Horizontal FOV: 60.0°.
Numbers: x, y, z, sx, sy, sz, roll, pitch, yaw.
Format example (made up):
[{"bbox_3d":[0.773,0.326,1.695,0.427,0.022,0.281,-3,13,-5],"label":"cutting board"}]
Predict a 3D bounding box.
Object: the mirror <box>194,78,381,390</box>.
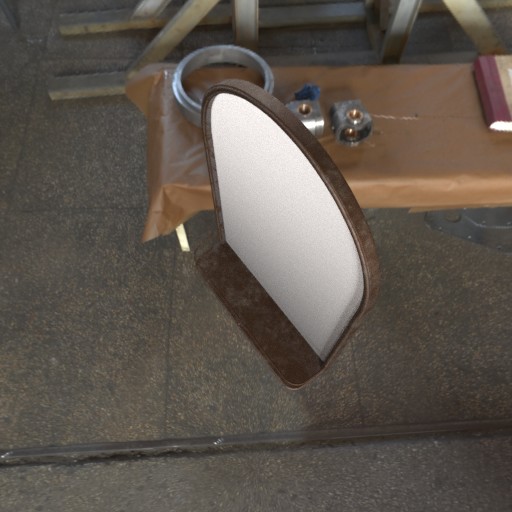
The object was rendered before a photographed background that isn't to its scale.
[{"bbox_3d":[0.000,0.000,0.963,0.137,0.770,0.510,-34,69,-15],"label":"mirror"}]
